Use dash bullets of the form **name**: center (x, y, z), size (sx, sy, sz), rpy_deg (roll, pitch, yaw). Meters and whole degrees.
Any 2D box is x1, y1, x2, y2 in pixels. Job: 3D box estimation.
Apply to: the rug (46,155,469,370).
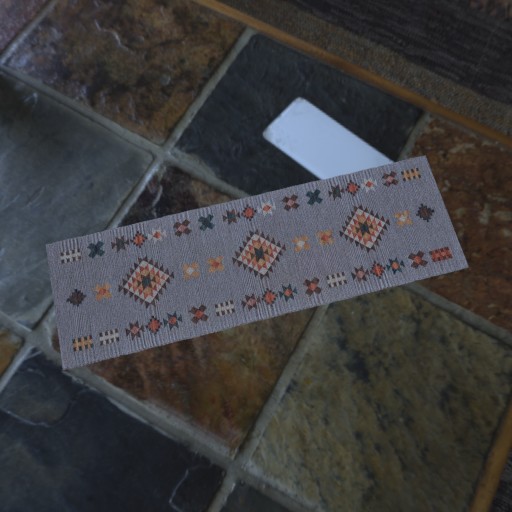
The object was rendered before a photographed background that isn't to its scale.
- **rug**: center (0.000, 0.000, 2.668), size (2.432, 0.008, 0.766), rpy_deg (-14, 75, -4)
